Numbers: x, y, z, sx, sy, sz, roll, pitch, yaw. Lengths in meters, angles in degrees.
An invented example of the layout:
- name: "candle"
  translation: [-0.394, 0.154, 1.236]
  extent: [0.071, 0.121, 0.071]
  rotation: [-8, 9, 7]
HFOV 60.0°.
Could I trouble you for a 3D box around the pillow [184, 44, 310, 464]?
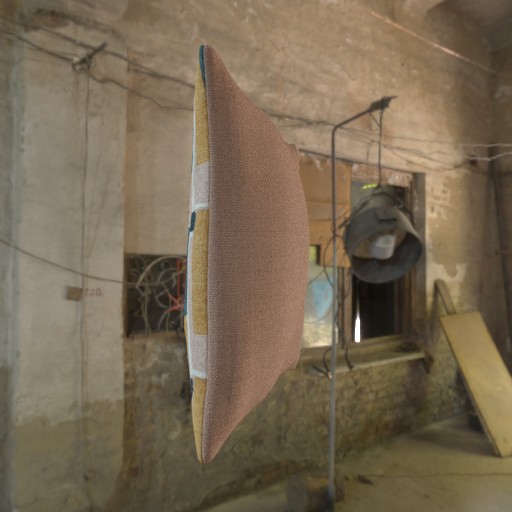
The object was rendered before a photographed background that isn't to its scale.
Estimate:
- name: "pillow"
  translation: [0.000, 0.000, 0.725]
  extent: [0.158, 0.479, 0.478]
  rotation: [0, -1, 17]
